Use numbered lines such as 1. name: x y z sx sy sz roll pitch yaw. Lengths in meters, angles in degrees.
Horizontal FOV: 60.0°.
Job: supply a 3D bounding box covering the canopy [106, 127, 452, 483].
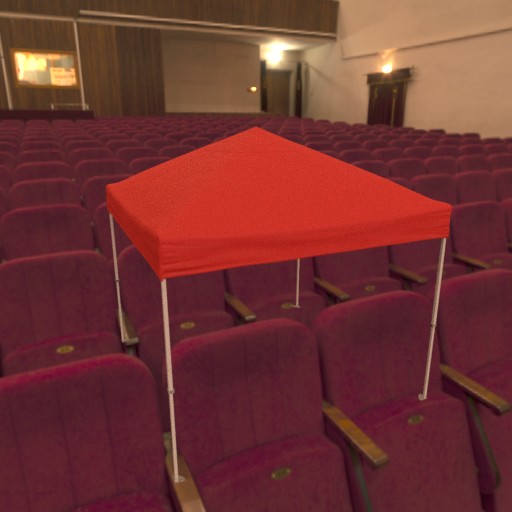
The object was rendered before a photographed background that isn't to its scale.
1. canopy: 0.000 0.000 5.354 2.998 2.997 2.996 -8 19 -24
